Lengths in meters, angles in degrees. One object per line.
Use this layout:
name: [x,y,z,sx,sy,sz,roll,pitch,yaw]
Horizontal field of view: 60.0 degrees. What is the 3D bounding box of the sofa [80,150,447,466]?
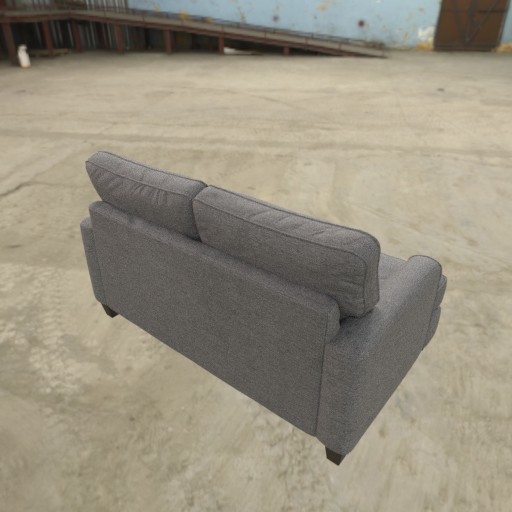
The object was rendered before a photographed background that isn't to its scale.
sofa: [0.000,0.000,2.218,1.651,0.965,0.965,22,37,33]
